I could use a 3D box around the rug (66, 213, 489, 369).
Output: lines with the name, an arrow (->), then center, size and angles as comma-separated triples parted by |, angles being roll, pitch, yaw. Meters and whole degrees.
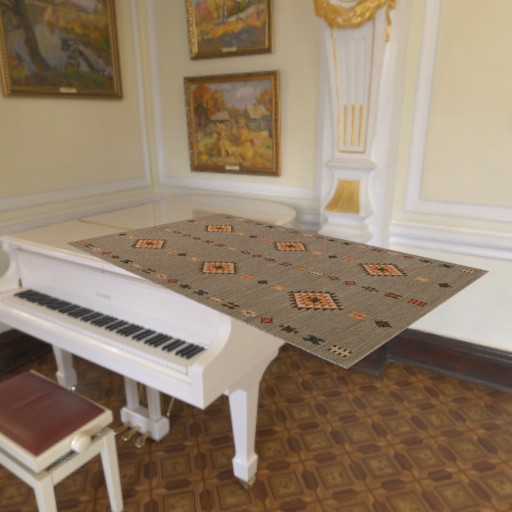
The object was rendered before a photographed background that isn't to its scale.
rug -> 0.000, 0.000, 2.952 | 2.427, 0.007, 1.515 | 16, 24, 42
